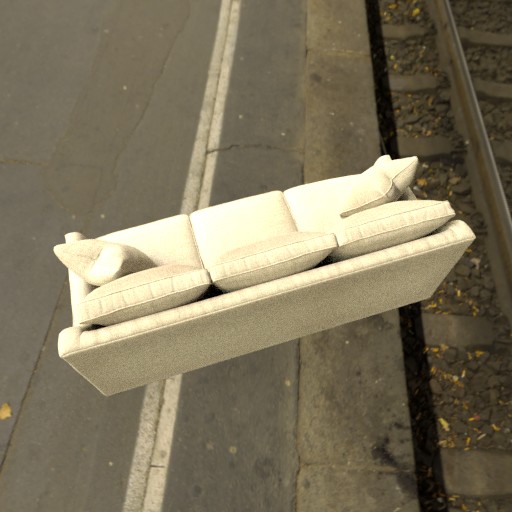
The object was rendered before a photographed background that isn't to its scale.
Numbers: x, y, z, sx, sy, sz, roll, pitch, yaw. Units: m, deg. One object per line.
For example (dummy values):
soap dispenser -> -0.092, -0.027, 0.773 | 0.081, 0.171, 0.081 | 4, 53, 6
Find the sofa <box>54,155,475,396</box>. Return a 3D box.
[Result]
sofa -> 0.000, 0.000, 2.532 | 2.031, 0.914, 0.865 | -15, 60, -9
